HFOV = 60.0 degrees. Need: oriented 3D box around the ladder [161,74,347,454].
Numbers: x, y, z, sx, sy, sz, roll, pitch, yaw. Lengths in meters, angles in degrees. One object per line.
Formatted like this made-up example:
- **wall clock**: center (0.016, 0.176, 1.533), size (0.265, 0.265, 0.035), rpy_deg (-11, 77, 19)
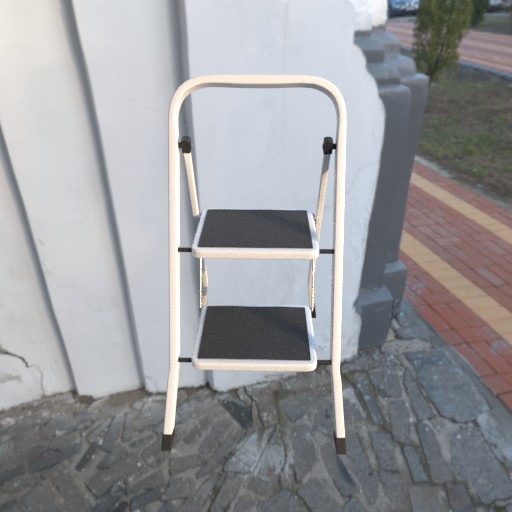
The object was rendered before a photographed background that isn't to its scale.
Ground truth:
- **ladder**: center (0.000, 0.000, 1.117), size (0.460, 0.810, 0.544), rpy_deg (1, 32, 1)
